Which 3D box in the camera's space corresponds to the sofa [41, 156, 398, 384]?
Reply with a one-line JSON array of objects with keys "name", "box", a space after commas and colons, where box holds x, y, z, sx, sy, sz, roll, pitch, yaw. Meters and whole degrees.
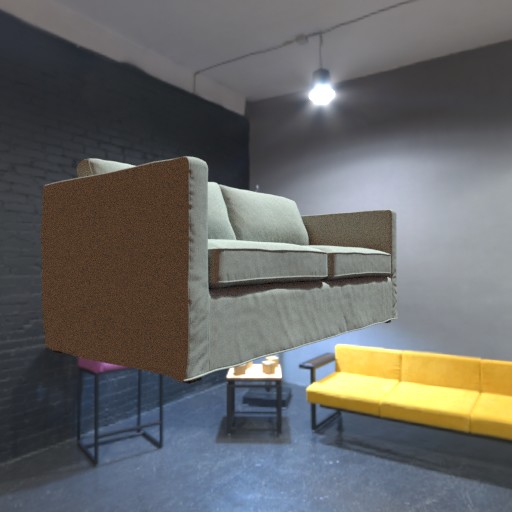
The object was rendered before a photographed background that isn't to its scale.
[{"name": "sofa", "box": [0.000, 0.000, 2.464, 0.940, 0.870, 1.987, -1, -1, 37]}]
